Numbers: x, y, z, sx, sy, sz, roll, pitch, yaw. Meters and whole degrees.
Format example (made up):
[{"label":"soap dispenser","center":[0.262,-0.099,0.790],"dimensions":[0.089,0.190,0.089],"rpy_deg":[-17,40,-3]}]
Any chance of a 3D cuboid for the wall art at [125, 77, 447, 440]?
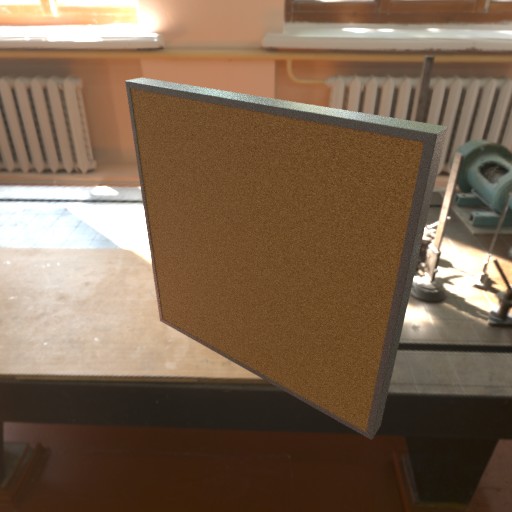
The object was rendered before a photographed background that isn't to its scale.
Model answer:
[{"label":"wall art","center":[0.000,0.000,0.510],"dimensions":[0.349,0.349,0.028],"rpy_deg":[21,37,31]}]
